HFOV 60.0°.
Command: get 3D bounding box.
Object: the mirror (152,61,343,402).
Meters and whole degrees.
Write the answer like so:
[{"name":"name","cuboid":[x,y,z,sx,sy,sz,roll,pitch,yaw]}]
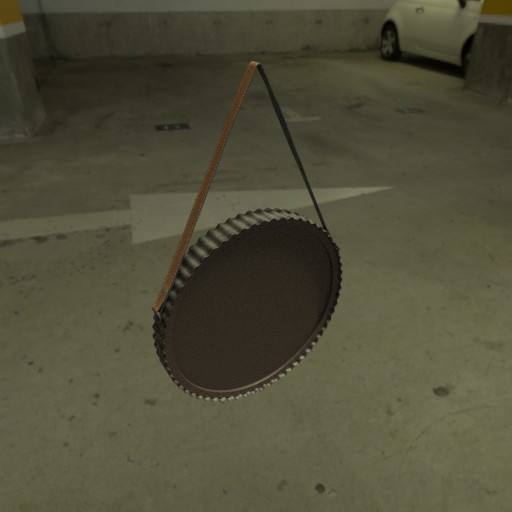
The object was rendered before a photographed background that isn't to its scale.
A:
[{"name":"mirror","cuboid":[0.000,0.000,0.703,0.355,0.568,0.042,-18,35,-28]}]
